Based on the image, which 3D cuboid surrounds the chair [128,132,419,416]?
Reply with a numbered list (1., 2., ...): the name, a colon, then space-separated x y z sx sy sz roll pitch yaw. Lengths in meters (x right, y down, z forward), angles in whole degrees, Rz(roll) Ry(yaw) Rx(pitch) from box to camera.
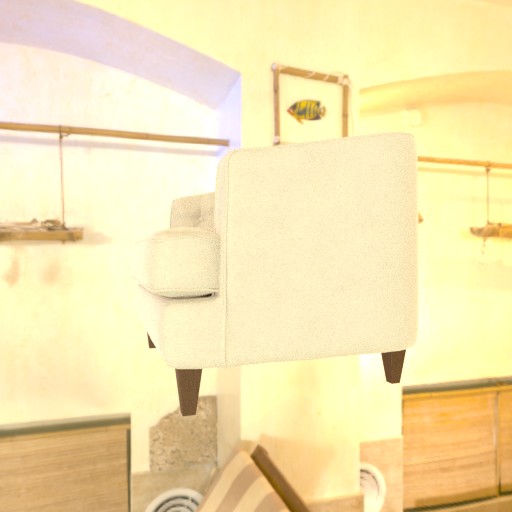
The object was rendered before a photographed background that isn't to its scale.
1. chair: 0.000 0.000 1.753 0.941 0.852 1.104 0 -1 -19
